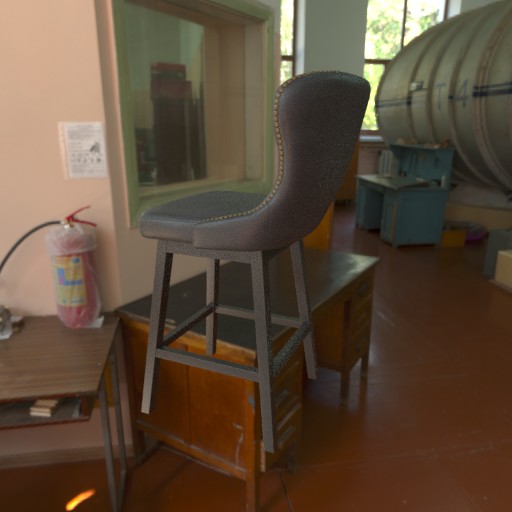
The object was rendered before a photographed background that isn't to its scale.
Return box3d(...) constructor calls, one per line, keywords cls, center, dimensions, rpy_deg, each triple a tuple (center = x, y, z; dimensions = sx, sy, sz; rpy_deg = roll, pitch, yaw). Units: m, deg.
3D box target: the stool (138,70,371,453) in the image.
box3d(cls="stool", center=(0.000, 0.000, 1.315), dimensions=(0.593, 0.971, 0.528), rpy_deg=(7, 18, 23))
